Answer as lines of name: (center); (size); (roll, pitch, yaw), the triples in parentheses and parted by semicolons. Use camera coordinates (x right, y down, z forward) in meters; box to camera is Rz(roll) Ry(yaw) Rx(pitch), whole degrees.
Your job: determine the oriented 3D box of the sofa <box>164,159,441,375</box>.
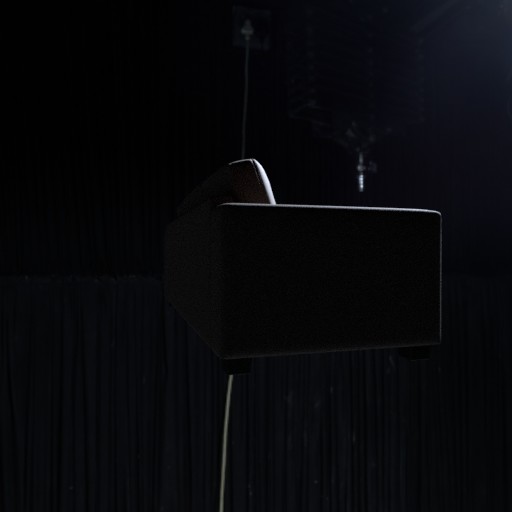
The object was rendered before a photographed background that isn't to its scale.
sofa: (0.000, 0.000, 2.631); (0.900, 0.806, 2.160); (0, 1, -17)
